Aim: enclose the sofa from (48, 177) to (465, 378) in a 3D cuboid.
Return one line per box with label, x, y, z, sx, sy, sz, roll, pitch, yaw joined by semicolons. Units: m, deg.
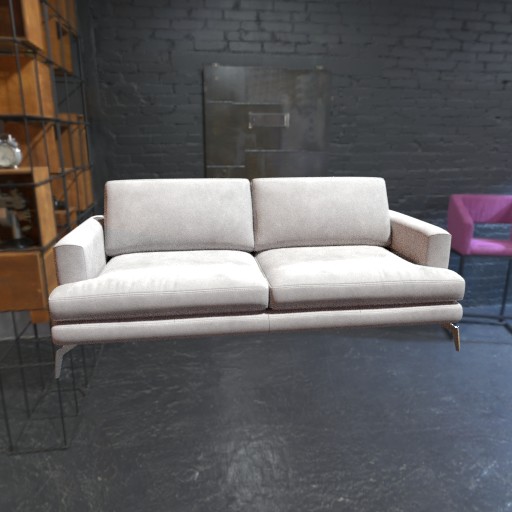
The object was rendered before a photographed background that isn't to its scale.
sofa;0.000;0.000;2.512;2.013;0.830;0.980;-2;15;-7
